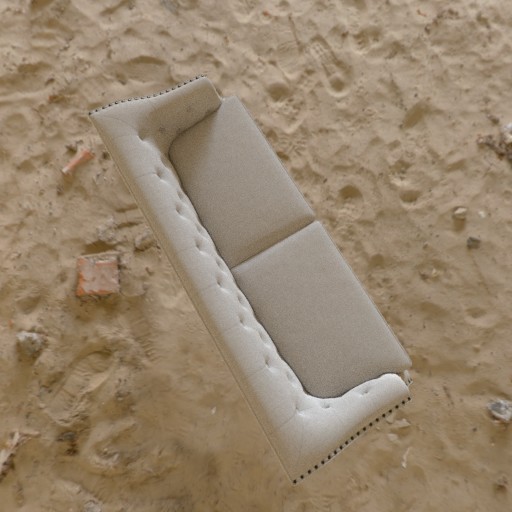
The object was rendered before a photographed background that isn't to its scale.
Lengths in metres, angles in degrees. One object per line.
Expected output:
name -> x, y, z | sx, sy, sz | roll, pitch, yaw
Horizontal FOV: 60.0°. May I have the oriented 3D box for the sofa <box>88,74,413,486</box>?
sofa -> 0.000, 0.000, 2.701 | 0.914, 0.901, 2.235 | -30, 78, -7
